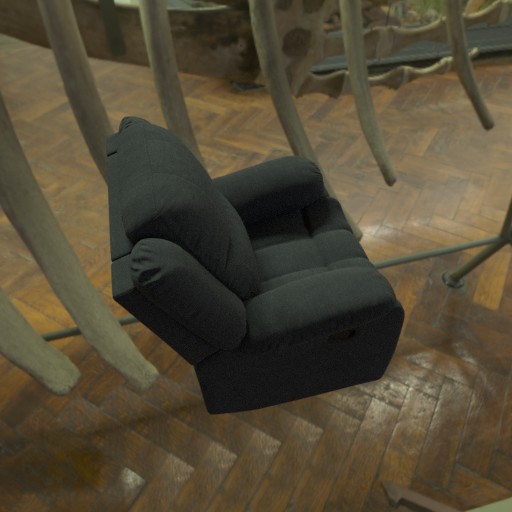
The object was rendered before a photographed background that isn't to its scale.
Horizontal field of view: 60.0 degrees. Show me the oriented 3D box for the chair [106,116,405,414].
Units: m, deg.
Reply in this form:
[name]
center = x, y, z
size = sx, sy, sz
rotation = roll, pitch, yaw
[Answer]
[chair]
center = 0.000, 0.000, 1.707
size = 0.944, 1.008, 0.899
rotation = -10, 47, -10
